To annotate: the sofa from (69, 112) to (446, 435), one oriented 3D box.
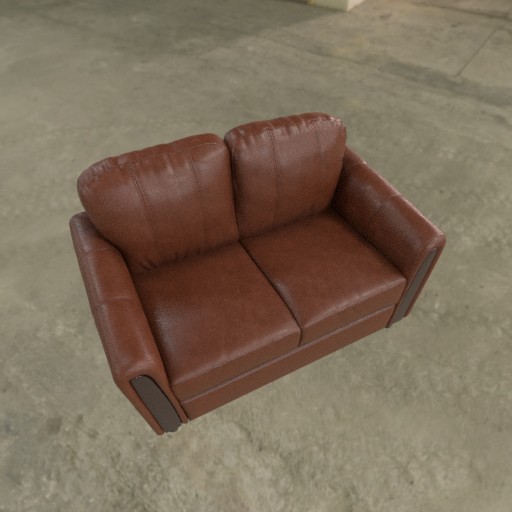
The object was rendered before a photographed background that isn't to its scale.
[{"bbox_3d":[0.000,0.000,1.938,1.406,0.906,0.805,-20,49,-19],"label":"sofa"}]
